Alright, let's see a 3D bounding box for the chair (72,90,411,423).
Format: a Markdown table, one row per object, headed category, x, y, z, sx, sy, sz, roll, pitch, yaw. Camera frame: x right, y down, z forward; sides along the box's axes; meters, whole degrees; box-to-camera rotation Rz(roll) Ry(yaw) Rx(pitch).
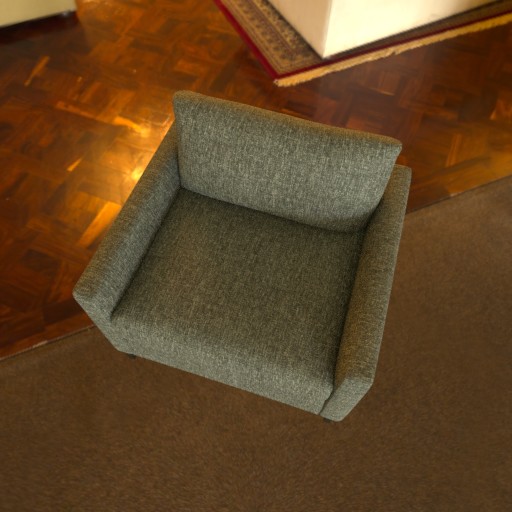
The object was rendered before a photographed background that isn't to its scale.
| category | x | y | z | sx | sy | sz | roll | pitch | yaw |
| --- | --- | --- | --- | --- | --- | --- | --- | --- | --- |
| chair | 0.000 | 0.000 | 1.648 | 0.963 | 0.861 | 0.866 | 15 | 60 | 9 |
